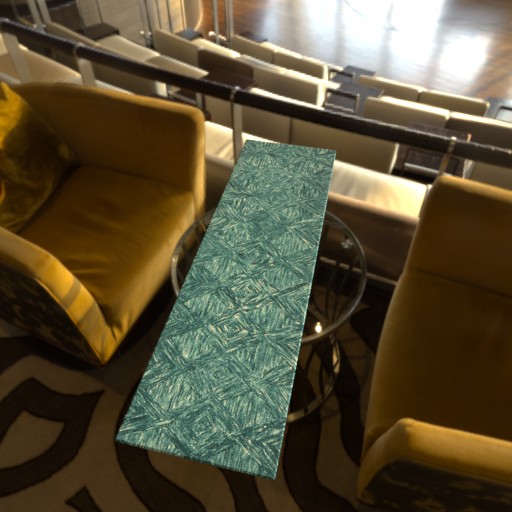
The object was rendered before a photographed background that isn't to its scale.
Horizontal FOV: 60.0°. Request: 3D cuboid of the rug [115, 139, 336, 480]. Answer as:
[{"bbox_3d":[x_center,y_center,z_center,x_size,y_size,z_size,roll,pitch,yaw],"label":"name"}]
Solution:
[{"bbox_3d":[0.000,0.000,2.534,0.676,0.016,2.286,10,48,9],"label":"rug"}]
